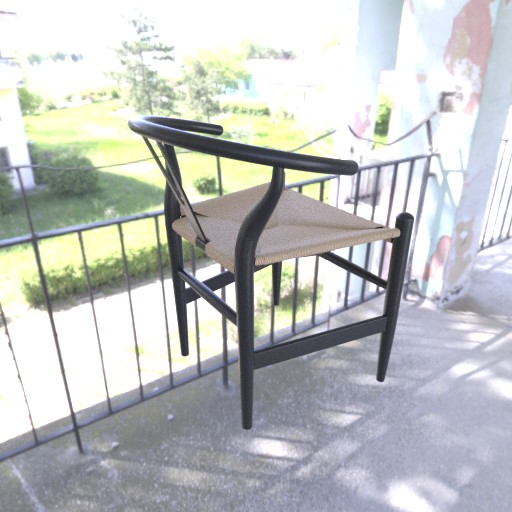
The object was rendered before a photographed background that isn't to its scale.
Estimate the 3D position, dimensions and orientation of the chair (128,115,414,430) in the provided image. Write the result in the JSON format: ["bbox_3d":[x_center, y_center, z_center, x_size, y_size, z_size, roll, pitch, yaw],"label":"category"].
[{"bbox_3d":[0.000,0.000,1.176,0.570,0.739,0.570,-17,30,-31],"label":"chair"}]
